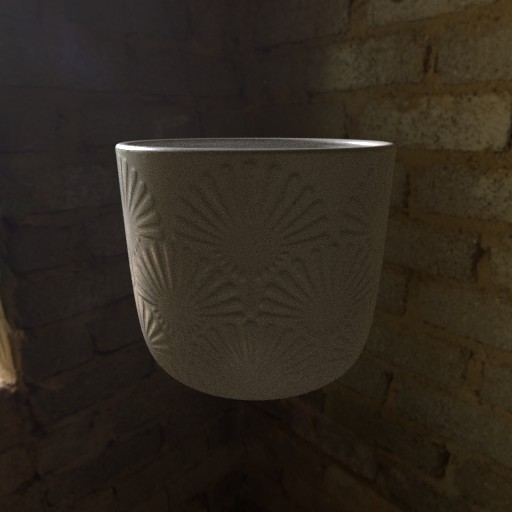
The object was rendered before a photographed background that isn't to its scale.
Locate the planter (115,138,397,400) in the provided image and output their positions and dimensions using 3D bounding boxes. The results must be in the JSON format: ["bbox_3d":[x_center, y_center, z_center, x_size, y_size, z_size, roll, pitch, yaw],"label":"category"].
[{"bbox_3d":[0.000,0.000,0.219,0.124,0.109,0.124,0,17,0],"label":"planter"}]
